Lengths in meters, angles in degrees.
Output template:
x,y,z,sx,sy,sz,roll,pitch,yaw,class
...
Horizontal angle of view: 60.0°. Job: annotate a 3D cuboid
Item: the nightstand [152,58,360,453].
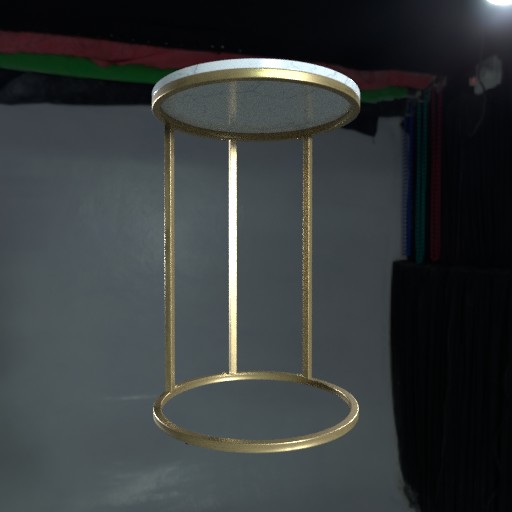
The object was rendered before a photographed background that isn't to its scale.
x,y,z,sx,sy,sz,roll,pitch,yaw,class
0.000,0.000,0.881,0.400,0.610,0.400,0,1,-17,nightstand
